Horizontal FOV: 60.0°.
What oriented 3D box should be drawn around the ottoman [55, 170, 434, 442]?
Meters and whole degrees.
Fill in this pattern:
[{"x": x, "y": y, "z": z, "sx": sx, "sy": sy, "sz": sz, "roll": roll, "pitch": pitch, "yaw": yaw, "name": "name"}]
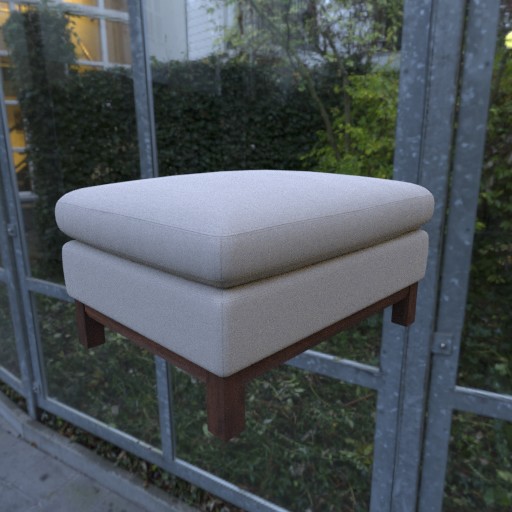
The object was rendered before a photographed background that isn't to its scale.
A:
[{"x": 0.000, "y": 0.000, "z": 1.124, "sx": 0.606, "sy": 0.420, "sz": 0.771, "roll": 14, "pitch": 20, "yaw": 42, "name": "ottoman"}]
